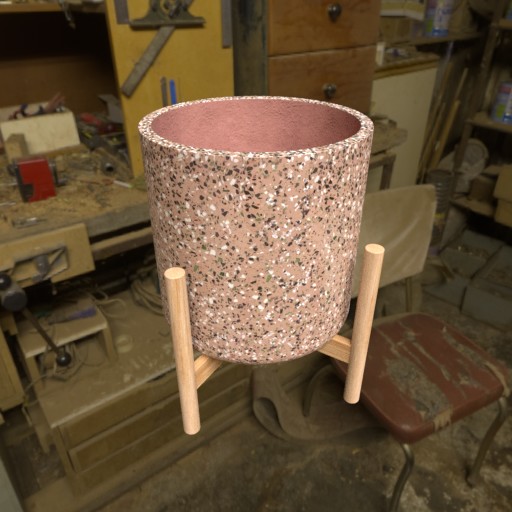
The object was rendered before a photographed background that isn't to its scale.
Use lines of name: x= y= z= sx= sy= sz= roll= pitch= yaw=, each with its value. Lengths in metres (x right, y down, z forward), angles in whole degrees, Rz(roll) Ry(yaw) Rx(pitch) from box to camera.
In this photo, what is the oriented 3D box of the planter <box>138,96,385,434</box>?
planter: x=0.000 y=0.000 z=0.692 sx=0.360 sy=0.419 sz=0.360 roll=-20 pitch=36 yaw=-30
